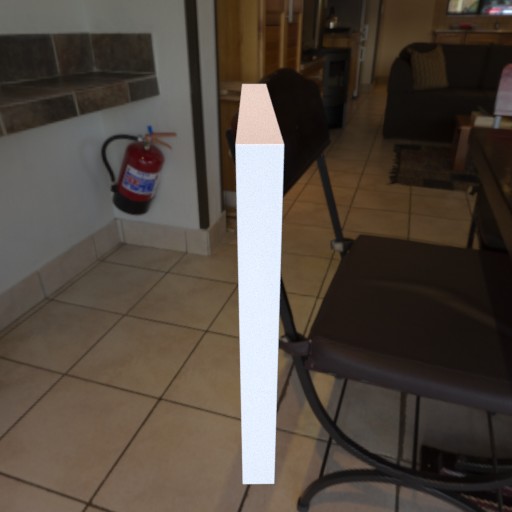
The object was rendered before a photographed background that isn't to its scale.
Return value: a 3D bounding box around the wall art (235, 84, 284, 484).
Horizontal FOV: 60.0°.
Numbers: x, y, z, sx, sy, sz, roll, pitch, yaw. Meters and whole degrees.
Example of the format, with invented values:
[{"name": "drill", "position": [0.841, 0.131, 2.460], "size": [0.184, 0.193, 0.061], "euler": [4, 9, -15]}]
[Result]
[{"name": "wall art", "position": [0.000, 0.000, 0.619], "size": [0.038, 0.406, 0.406], "euler": [0, 27, -1]}]
